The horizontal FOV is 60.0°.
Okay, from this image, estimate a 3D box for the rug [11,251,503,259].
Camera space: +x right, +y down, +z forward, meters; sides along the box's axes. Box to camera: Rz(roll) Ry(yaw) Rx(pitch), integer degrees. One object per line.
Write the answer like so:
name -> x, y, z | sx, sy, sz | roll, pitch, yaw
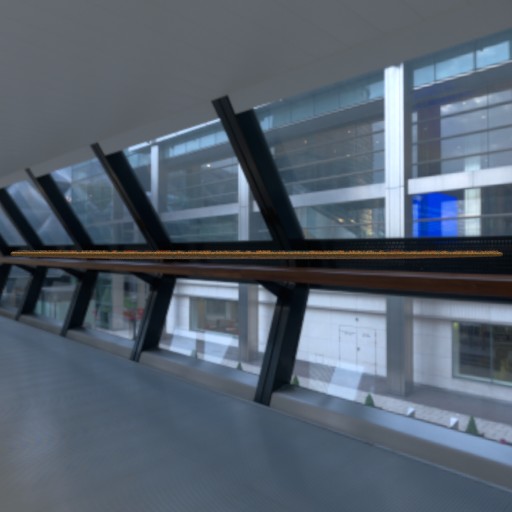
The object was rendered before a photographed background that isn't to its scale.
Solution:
rug -> 0.000, 0.000, 2.773 | 2.204, 0.024, 1.588 | 0, -1, -1
